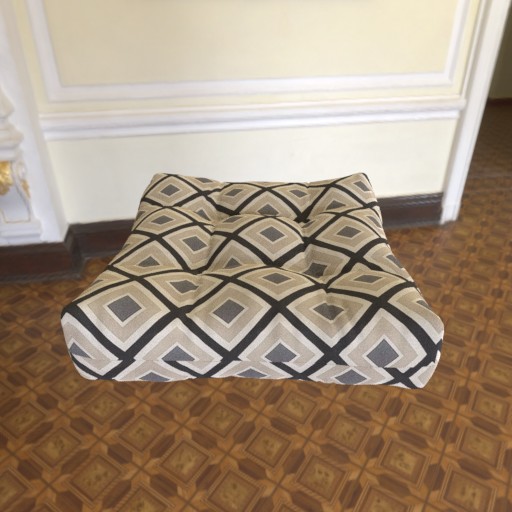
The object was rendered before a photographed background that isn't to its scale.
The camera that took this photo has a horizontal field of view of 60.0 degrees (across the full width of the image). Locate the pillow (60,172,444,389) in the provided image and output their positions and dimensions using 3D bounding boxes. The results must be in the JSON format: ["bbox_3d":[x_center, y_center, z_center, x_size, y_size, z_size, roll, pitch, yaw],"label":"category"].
[{"bbox_3d":[0.000,0.000,0.731,0.468,0.128,0.490,1,31,1],"label":"pillow"}]
